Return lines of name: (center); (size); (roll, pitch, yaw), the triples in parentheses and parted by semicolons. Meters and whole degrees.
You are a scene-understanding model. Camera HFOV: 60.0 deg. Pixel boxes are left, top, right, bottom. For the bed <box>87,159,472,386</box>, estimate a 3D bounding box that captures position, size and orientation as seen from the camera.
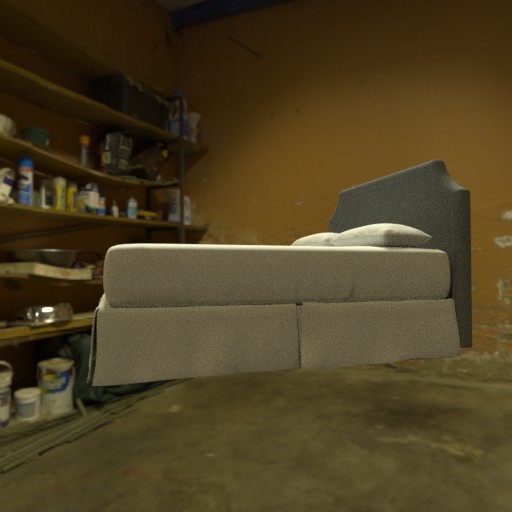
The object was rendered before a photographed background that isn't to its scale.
bed: (0.000, 0.000, 3.264); (2.259, 1.296, 1.811); (0, -2, -18)
